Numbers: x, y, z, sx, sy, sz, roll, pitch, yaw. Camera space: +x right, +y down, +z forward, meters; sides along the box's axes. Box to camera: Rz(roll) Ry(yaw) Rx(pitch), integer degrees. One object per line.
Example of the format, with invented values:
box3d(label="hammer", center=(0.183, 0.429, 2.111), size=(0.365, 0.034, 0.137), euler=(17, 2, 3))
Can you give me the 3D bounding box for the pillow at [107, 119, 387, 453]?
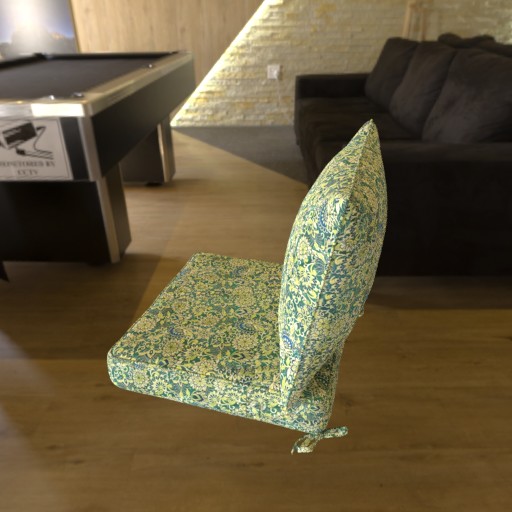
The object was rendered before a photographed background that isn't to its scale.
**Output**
box3d(label="pillow", center=(0.000, 0.000, 1.372), size=(0.740, 0.722, 0.798), euler=(8, 30, 14))
